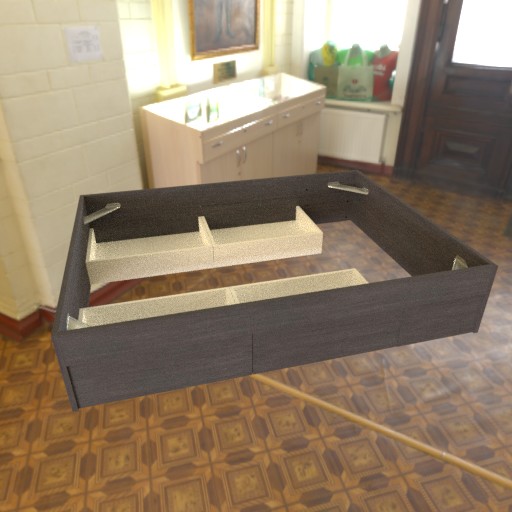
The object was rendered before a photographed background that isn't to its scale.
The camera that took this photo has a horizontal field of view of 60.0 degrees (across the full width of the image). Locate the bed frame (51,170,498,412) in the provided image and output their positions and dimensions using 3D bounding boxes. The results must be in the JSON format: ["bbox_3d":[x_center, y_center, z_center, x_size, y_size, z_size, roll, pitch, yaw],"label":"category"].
[{"bbox_3d":[0.000,0.000,2.546,1.944,0.459,1.448,-8,30,-13],"label":"bed frame"}]
